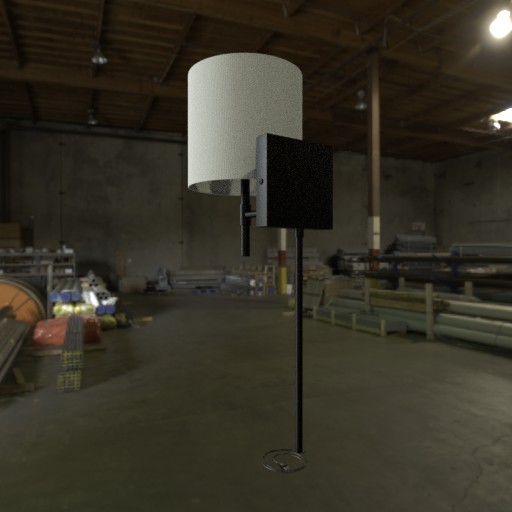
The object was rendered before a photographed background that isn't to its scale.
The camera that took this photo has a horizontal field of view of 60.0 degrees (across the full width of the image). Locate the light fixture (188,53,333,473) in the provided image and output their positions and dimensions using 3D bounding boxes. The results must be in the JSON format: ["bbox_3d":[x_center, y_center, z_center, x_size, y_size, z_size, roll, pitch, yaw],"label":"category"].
[{"bbox_3d":[0.000,0.000,0.713,0.188,0.589,0.248,0,0,-36],"label":"light fixture"}]
